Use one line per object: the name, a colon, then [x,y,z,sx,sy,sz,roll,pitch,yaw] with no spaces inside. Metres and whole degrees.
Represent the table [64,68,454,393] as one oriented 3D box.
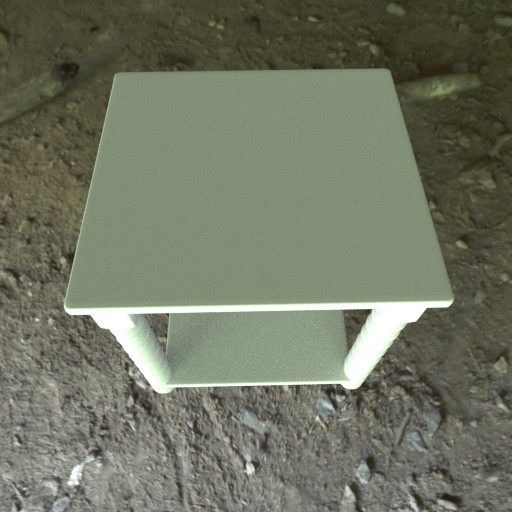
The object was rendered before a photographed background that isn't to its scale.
table: [0.000,0.000,0.965,0.533,0.563,0.500,-1,59,-1]
